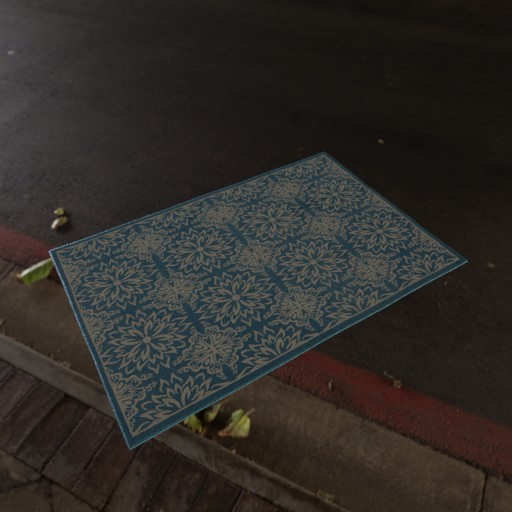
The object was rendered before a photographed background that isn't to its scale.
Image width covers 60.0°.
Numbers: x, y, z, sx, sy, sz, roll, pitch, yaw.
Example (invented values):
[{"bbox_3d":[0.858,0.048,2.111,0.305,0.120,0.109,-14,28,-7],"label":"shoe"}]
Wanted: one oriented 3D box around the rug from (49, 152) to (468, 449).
[{"bbox_3d":[0.000,0.000,2.320,1.833,0.012,1.211,-24,50,-21],"label":"rug"}]
